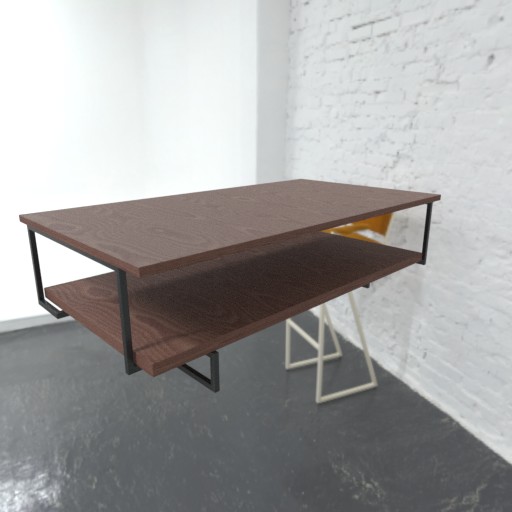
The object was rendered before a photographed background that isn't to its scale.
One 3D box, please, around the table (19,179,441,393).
[{"bbox_3d":[0.000,0.000,1.448,1.197,0.347,0.651,-15,23,-42],"label":"table"}]
